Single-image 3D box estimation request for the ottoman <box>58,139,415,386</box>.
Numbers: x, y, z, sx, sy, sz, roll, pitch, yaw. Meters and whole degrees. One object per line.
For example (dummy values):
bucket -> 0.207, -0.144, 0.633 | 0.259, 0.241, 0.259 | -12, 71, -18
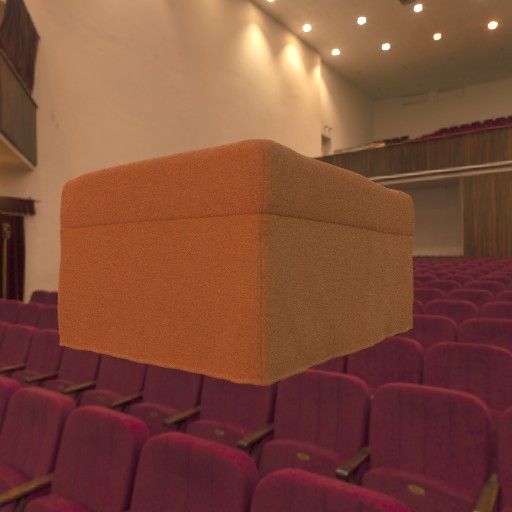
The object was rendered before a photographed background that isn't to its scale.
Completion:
ottoman -> 0.000, 0.000, 1.251 | 0.650, 0.485, 0.833 | 0, -1, 37
